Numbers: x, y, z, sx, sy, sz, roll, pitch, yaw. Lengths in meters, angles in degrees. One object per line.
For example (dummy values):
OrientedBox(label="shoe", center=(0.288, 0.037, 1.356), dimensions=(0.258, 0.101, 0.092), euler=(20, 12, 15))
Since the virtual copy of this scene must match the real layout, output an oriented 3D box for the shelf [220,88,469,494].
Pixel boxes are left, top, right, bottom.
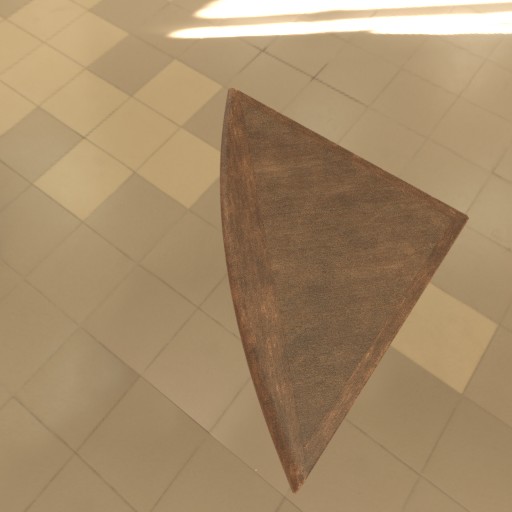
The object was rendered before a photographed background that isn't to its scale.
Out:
OrientedBox(label="shelf", center=(0.000, 0.000, 0.456), dimensions=(0.310, 0.050, 0.310), euler=(34, 69, 15))
